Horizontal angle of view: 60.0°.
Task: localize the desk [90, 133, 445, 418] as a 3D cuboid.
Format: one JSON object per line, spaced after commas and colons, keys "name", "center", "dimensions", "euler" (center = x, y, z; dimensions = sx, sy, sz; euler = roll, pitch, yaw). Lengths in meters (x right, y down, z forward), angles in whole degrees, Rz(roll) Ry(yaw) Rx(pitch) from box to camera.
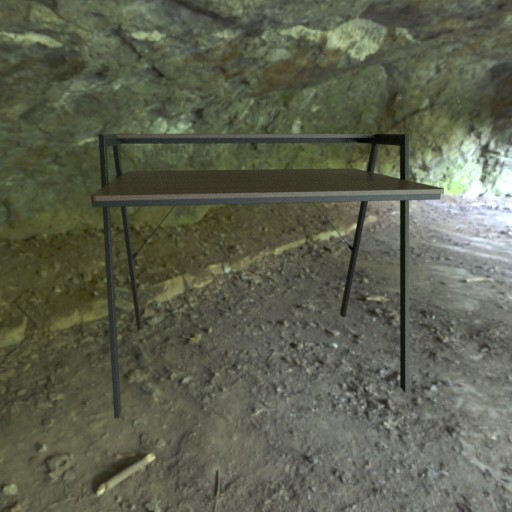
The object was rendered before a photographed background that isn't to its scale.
{"name": "desk", "center": [0.000, 0.000, 1.883], "dimensions": [1.143, 0.998, 0.936], "euler": [-2, 16, -8]}
